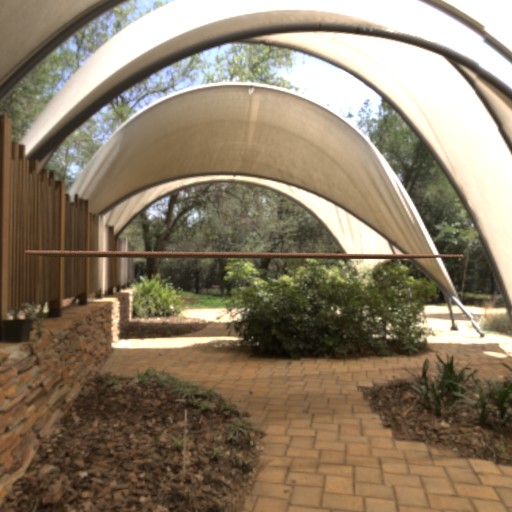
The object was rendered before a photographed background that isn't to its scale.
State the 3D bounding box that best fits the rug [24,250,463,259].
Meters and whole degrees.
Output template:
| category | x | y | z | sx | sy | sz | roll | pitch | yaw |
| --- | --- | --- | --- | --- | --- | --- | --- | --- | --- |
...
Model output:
| category | x | y | z | sx | sy | sz | roll | pitch | yaw |
| --- | --- | --- | --- | --- | --- | --- | --- | --- | --- |
| rug | 0.000 | 0.000 | 2.723 | 2.435 | 0.015 | 0.760 | 0 | -2 | -16 |
